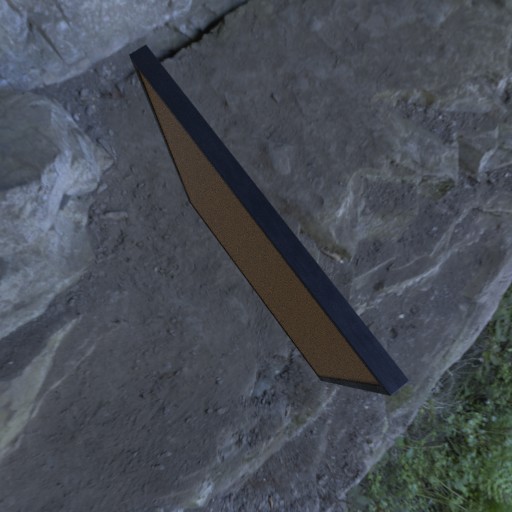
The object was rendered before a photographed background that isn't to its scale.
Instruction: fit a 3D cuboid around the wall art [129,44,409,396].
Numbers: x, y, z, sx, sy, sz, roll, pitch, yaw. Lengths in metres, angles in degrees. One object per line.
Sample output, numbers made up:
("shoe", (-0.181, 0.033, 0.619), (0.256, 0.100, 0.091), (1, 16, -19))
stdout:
("wall art", (0.000, 0.000, 1.134), (0.039, 0.763, 0.763), (-35, 79, -8))
